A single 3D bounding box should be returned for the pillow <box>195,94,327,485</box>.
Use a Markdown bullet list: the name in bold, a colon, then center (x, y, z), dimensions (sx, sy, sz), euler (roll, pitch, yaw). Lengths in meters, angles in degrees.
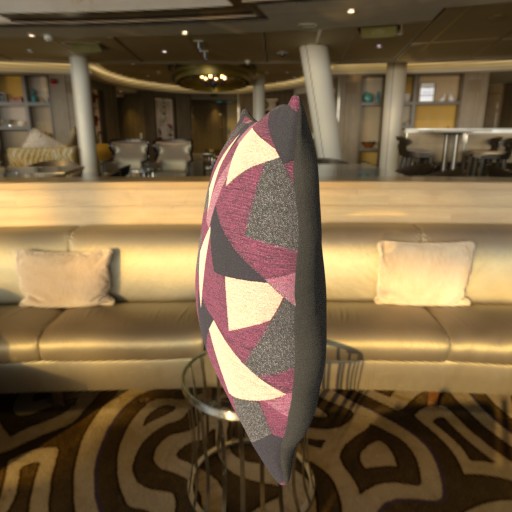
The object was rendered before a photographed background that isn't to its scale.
- **pillow**: center (0.000, 0.000, 0.753), dimensions (0.208, 0.496, 0.503), euler (-2, 16, -7)
